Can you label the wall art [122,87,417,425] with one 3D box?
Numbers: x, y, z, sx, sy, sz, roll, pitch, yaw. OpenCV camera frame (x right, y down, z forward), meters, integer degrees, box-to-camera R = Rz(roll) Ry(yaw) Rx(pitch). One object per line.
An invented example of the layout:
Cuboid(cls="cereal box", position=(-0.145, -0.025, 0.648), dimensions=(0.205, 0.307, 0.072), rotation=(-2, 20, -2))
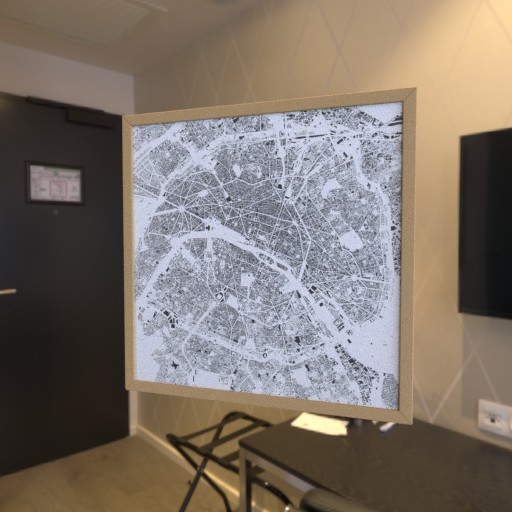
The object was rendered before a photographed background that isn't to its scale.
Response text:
Cuboid(cls="wall art", position=(0.000, 0.000, 1.131), dimensions=(0.761, 0.761, 0.037), rotation=(1, 2, 18))
